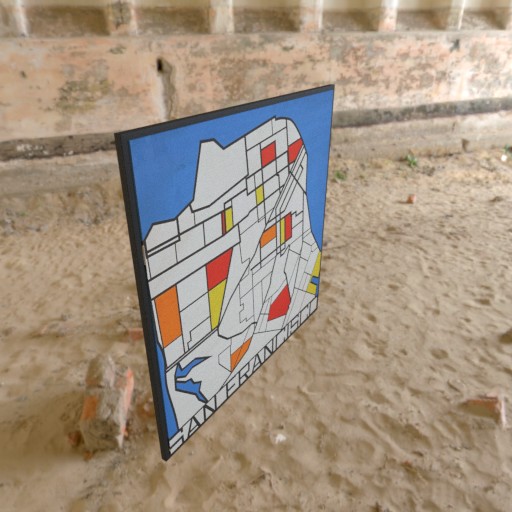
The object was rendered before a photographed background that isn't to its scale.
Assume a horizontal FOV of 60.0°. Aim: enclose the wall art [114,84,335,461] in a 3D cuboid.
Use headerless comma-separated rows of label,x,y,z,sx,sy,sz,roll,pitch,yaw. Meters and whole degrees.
wall art,0.000,0.000,0.999,0.015,0.663,0.664,18,33,30
